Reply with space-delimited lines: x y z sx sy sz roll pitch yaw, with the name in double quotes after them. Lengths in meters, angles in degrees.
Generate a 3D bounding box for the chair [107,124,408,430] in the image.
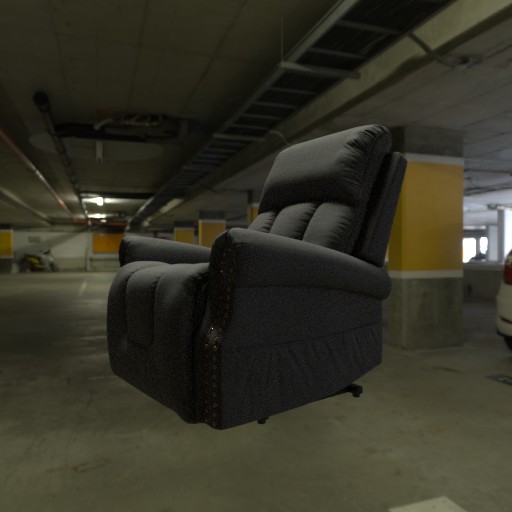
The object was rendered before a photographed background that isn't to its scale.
0.000 0.000 1.693 0.979 1.031 0.871 0 1 -37 "chair"
